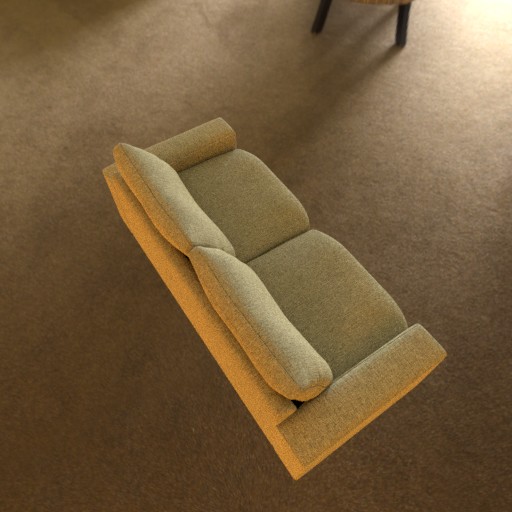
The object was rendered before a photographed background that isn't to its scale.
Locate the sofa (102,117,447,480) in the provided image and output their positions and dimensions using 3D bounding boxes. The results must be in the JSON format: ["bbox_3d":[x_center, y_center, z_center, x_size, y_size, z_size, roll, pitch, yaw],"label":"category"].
[{"bbox_3d":[0.000,0.000,2.817,1.040,0.922,2.299,-30,62,-18],"label":"sofa"}]
